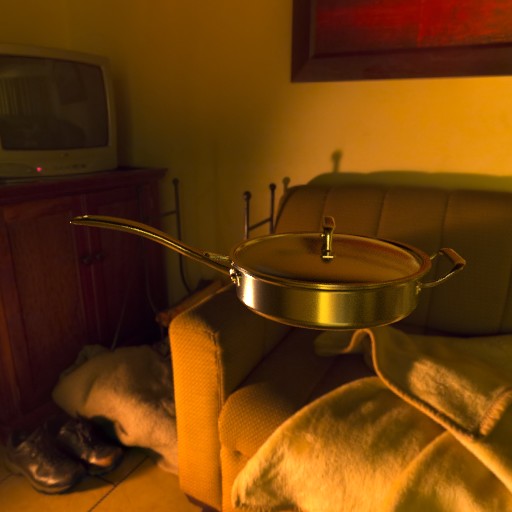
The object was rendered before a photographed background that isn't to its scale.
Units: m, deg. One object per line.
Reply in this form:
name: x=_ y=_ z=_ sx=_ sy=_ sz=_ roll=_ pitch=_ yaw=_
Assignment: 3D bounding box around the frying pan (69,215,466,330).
frying pan: x=0.000 y=0.000 z=0.646 sx=0.561 sy=0.114 sz=0.280 roll=2 pitch=16 yaw=7
